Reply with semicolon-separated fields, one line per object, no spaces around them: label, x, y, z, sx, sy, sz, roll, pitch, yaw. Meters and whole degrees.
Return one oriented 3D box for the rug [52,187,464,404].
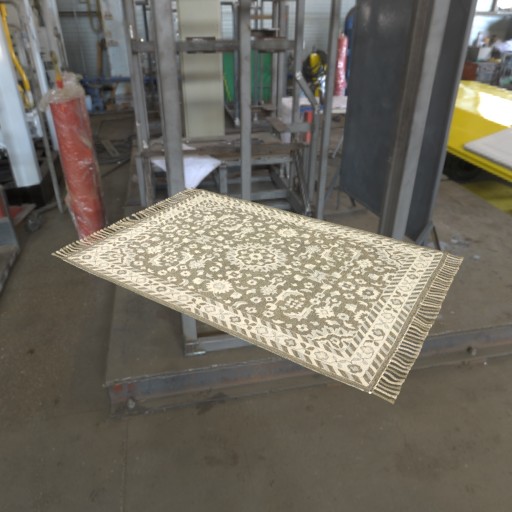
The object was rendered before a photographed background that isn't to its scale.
rug;0.000;0.000;3.056;2.431;0.025;1.530;18;35;28
